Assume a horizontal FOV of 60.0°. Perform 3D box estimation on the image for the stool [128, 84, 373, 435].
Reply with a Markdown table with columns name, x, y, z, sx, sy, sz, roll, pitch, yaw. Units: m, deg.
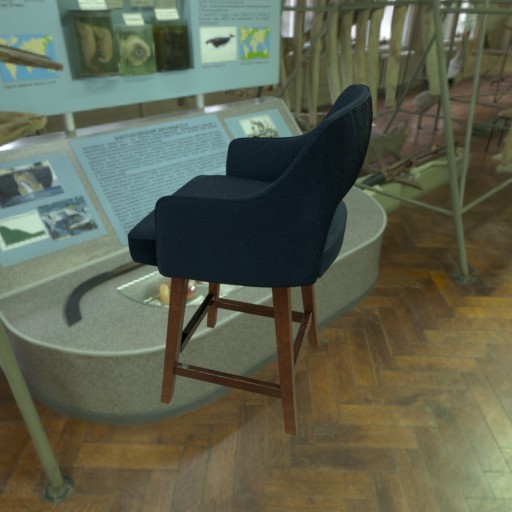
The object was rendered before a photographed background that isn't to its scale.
| name | x | y | z | sx | sy | sz | roll | pitch | yaw |
| --- | --- | --- | --- | --- | --- | --- | --- | --- | --- |
| stool | 0.000 | 0.000 | 1.298 | 0.560 | 0.940 | 0.550 | 8 | 31 | 14 |
